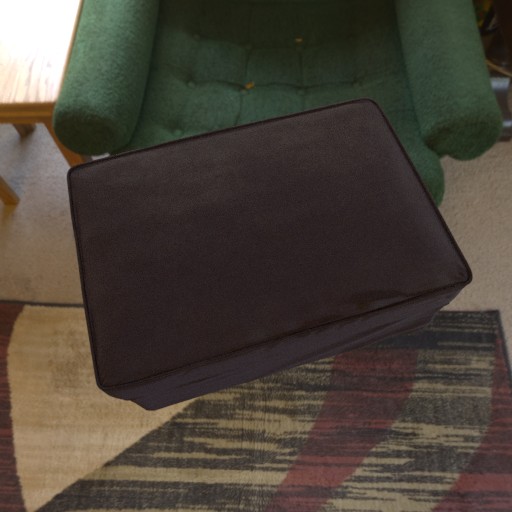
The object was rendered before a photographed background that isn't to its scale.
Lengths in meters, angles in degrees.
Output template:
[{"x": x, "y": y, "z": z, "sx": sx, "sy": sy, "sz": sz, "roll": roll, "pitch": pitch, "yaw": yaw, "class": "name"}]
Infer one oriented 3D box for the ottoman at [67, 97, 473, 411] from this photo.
[{"x": 0.000, "y": 0.000, "z": 1.300, "sx": 0.938, "sy": 0.503, "sz": 0.637, "roll": -15, "pitch": 66, "yaw": -7, "class": "ottoman"}]
